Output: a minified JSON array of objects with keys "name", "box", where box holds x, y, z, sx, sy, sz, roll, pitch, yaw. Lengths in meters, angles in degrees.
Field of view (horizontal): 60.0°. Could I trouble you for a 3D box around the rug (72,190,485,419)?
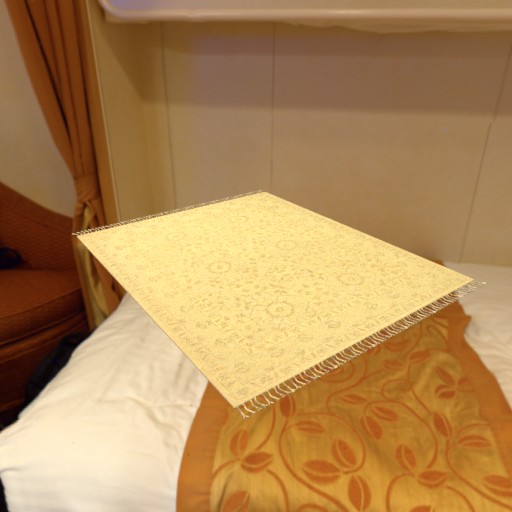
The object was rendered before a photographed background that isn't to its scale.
[{"name":"rug","box":[0.000,0.000,4.056,2.444,0.013,3.043,-18,32,-32]}]
